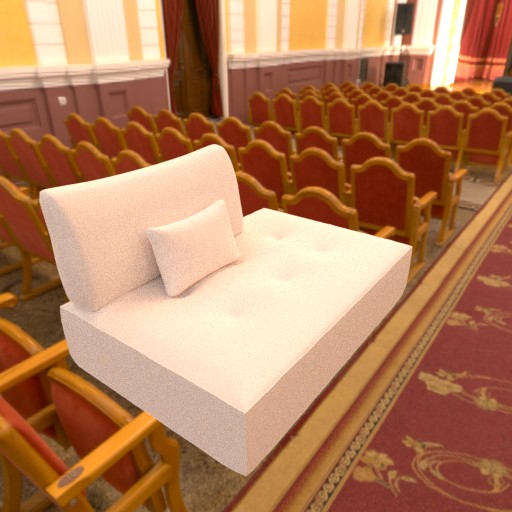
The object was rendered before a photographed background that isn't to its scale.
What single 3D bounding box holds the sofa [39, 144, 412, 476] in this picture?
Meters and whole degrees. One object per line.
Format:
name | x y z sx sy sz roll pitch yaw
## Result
sofa | 0.000 0.000 2.054 1.000 0.820 1.450 18 32 32
